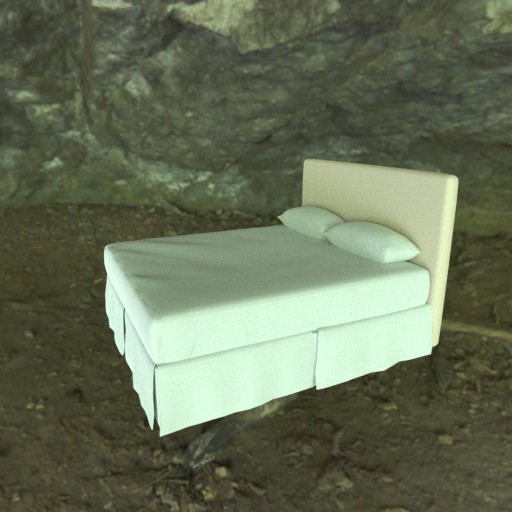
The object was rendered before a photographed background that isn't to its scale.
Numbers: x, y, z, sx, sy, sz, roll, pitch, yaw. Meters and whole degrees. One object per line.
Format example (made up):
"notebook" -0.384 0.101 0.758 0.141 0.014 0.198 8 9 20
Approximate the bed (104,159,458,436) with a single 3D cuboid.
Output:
"bed" 0.000 0.000 3.440 2.142 1.330 1.884 -8 18 -25
